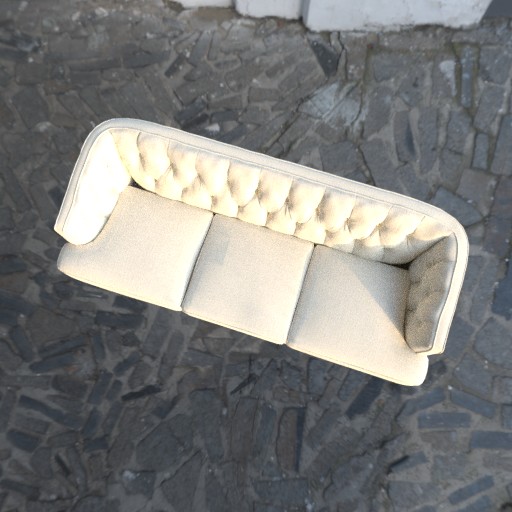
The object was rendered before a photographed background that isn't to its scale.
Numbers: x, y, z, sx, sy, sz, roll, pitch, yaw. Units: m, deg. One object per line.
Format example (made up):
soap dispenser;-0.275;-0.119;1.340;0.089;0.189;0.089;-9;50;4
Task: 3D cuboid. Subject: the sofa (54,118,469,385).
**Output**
sofa;0.000;0.000;2.725;2.278;0.855;0.941;17;76;4
